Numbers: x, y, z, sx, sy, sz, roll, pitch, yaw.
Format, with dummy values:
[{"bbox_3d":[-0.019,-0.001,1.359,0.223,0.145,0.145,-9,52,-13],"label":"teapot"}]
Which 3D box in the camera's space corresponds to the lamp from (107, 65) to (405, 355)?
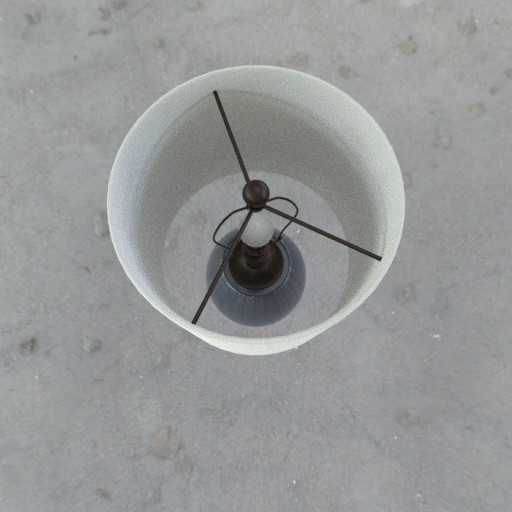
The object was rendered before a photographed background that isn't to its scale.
[{"bbox_3d":[0.000,0.000,0.750,0.329,0.570,0.329,-19,76,-5],"label":"lamp"}]
